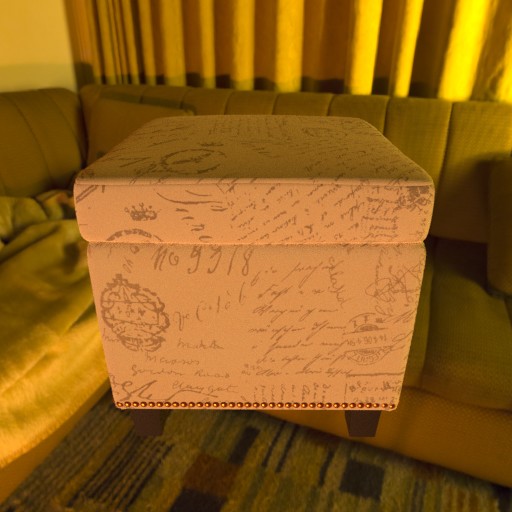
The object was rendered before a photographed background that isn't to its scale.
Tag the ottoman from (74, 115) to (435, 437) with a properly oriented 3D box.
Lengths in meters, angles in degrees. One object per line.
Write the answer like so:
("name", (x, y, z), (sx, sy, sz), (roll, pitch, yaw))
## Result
("ottoman", (0.000, 0.000, 0.808), (0.449, 0.457, 0.450), (0, 26, 0))
